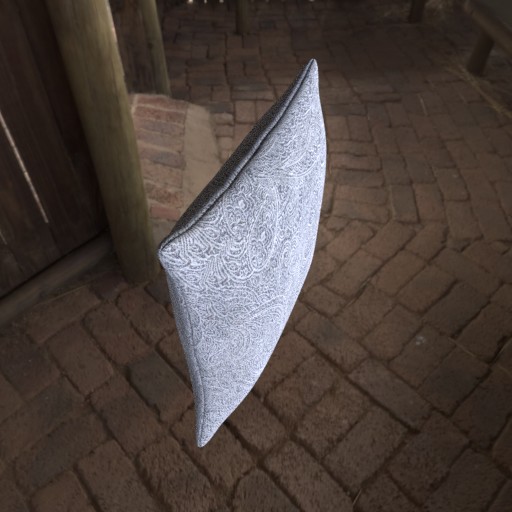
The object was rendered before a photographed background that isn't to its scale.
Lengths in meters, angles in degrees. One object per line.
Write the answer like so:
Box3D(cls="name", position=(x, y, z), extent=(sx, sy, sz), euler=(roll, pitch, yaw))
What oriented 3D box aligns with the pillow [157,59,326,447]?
Box3D(cls="pillow", position=(0.000, 0.000, 0.788), extent=(0.166, 0.510, 0.523), euler=(16, 48, 15))
